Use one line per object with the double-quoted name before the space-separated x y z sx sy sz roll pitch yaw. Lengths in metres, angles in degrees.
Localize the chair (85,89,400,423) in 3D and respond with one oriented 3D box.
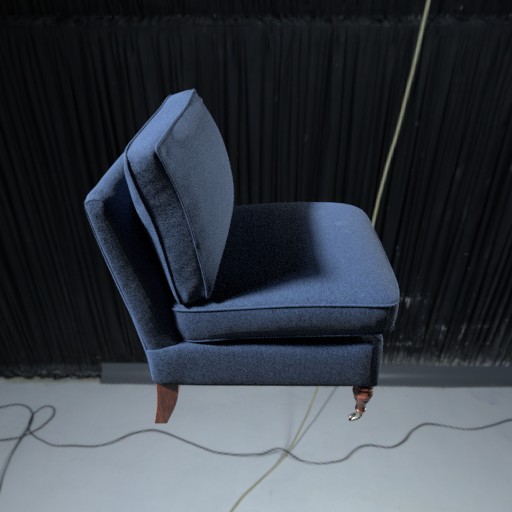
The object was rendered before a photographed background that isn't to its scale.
"chair" 0.000 0.000 1.641 0.912 1.052 0.724 0 31 1
